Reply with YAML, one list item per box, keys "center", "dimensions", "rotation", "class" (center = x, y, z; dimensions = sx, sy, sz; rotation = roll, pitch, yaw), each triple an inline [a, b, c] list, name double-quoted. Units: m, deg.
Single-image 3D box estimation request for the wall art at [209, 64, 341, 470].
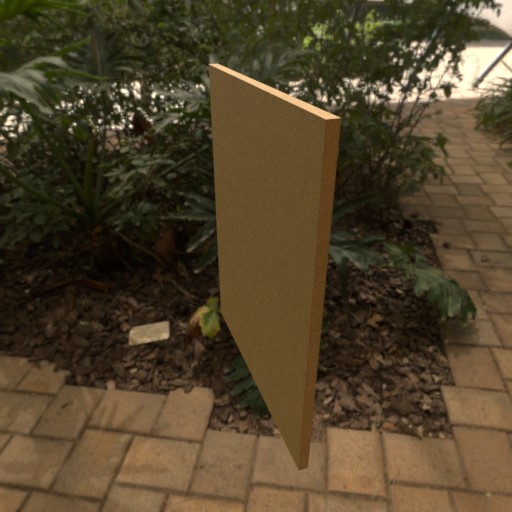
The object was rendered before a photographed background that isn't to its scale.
- center: [0.000, 0.000, 1.363]
  dimensions: [0.030, 1.002, 0.798]
  rotation: [-11, 32, -17]
  class: "wall art"
